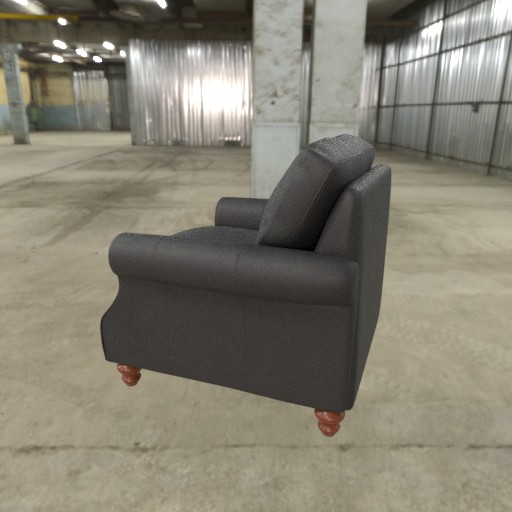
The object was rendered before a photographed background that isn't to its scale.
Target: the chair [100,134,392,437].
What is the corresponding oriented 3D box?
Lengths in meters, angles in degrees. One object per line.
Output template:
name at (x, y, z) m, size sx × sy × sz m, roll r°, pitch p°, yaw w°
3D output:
chair at (0.000, 0.000, 1.820) m, size 1.027 × 0.960 × 1.015 m, roll 8°, pitch 19°, yaw 25°
